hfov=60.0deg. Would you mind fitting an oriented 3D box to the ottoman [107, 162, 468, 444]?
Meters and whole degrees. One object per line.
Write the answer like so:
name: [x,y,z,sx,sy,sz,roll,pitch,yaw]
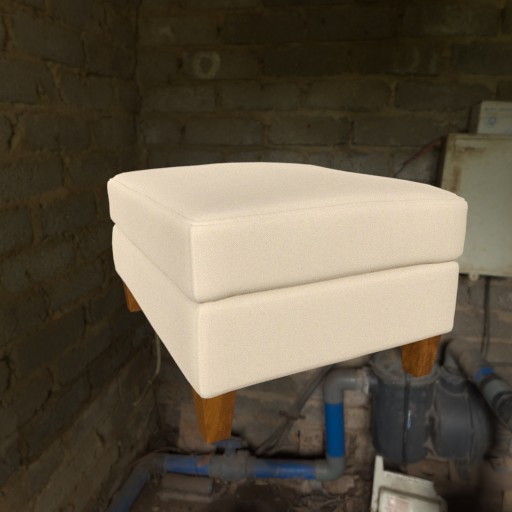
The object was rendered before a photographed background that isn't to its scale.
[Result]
ottoman: [0.000,0.000,1.185,0.634,0.485,0.818,-7,17,-25]
